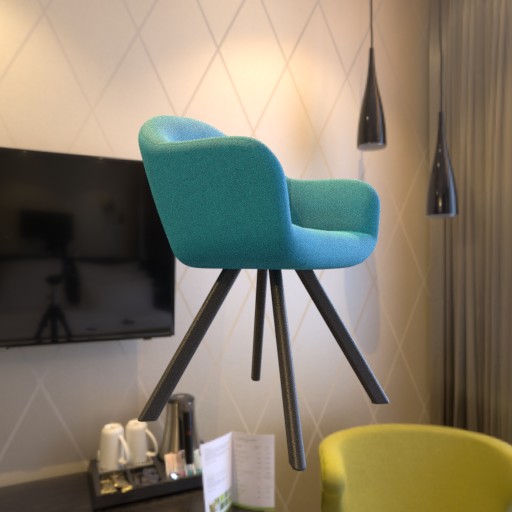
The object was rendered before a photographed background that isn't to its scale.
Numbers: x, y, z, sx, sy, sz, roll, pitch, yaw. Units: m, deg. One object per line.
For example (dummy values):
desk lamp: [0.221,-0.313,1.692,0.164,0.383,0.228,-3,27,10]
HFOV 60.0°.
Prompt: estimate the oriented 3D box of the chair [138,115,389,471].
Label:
chair: [0.000,0.000,1.169,0.550,0.795,0.590,0,-1,35]
